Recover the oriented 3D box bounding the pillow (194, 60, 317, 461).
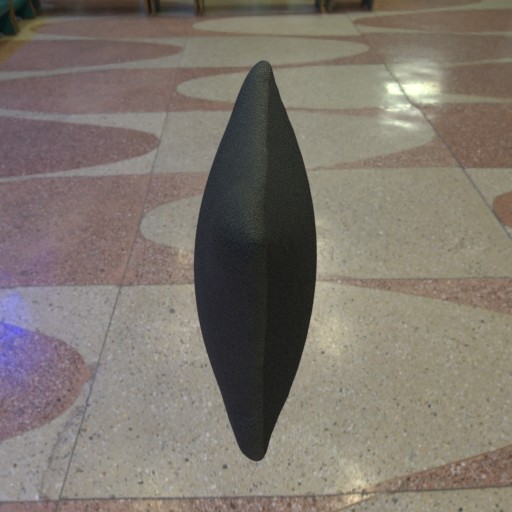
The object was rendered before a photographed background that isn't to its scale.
[{"bbox_3d":[0.000,0.000,0.800,0.210,0.523,0.533,1,42,1],"label":"pillow"}]
